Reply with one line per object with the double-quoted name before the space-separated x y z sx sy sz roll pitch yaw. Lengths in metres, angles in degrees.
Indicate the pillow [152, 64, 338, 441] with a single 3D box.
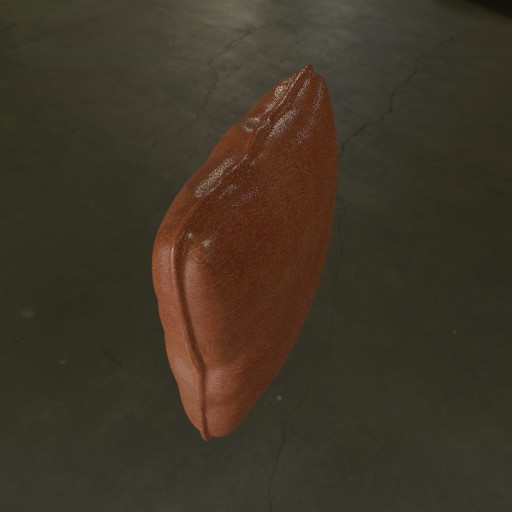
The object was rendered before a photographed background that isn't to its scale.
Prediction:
"pillow" 0.000 0.000 0.813 0.236 0.523 0.532 16 48 15
